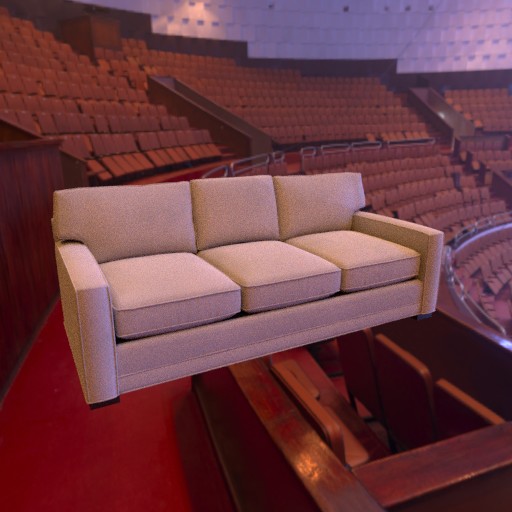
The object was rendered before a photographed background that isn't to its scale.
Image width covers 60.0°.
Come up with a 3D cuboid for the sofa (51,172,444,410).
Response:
[{"bbox_3d":[0.000,0.000,2.598,2.088,0.862,0.935,-8,18,-27],"label":"sofa"}]
